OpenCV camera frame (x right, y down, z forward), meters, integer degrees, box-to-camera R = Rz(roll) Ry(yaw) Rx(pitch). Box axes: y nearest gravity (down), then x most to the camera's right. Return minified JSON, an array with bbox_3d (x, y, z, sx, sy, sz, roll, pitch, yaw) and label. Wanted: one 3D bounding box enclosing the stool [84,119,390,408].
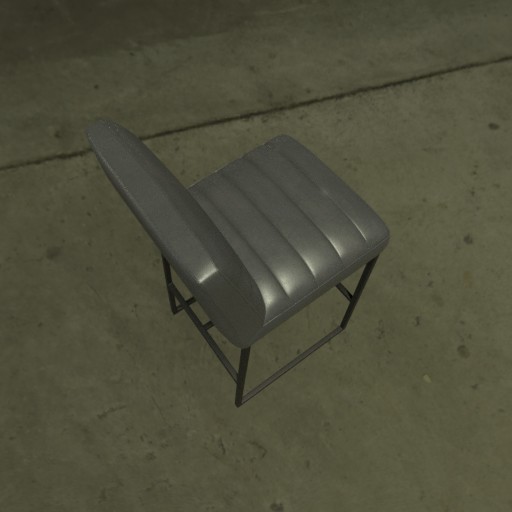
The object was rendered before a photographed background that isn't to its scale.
[{"bbox_3d":[0.000,0.000,1.261,0.552,0.938,0.457,-32,64,-18],"label":"stool"}]
